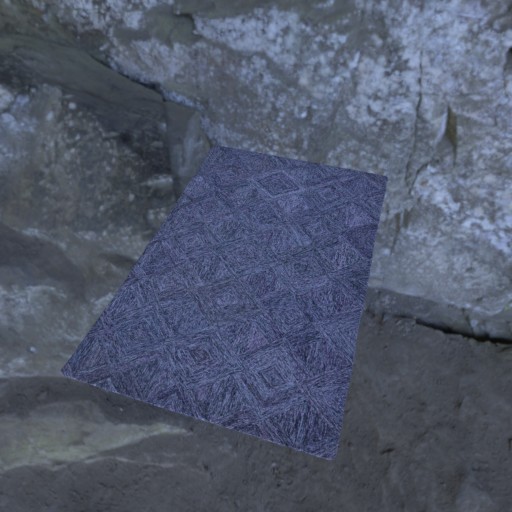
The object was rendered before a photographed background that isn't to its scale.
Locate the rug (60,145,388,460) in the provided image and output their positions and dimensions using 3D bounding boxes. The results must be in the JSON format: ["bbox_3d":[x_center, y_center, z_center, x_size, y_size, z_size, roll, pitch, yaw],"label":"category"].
[{"bbox_3d":[0.000,0.000,2.273,1.158,0.013,1.752,13,49,12],"label":"rug"}]
